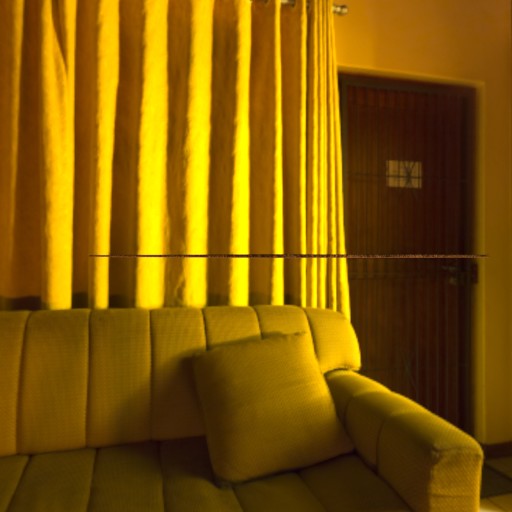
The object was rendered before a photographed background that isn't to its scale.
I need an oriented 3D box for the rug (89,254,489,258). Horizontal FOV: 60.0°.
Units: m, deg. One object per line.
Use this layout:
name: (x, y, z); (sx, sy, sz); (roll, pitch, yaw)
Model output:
rug: (0.000, 0.000, 2.295); (1.189, 0.011, 1.808); (0, 0, -36)
